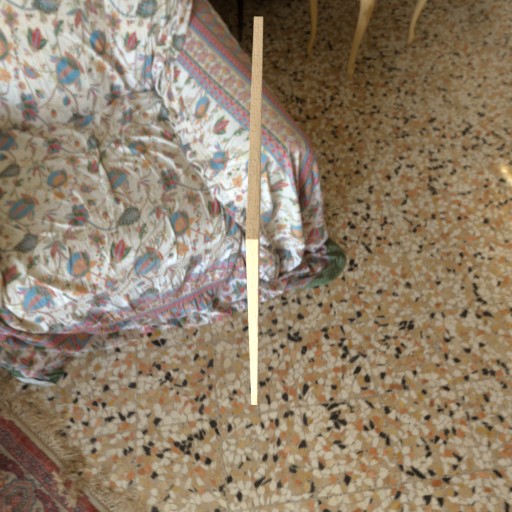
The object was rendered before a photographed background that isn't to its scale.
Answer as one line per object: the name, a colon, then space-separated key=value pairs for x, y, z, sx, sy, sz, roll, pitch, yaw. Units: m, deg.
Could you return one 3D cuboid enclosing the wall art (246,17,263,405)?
wall art: x=0.000 y=0.000 z=0.823 sx=0.013 sy=0.683 sz=0.381 roll=1 pitch=59 yaw=1
